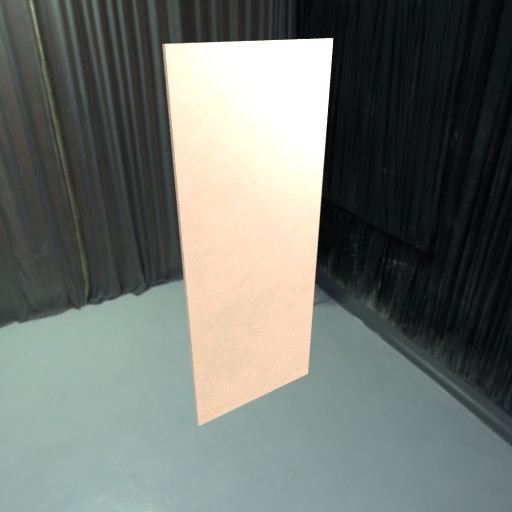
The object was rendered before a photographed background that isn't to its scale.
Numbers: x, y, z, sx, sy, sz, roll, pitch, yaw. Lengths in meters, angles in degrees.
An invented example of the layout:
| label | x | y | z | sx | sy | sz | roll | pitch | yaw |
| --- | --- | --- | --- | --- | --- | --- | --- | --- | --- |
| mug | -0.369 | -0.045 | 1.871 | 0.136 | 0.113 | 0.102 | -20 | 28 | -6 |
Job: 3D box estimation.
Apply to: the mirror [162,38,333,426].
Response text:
| label | x | y | z | sx | sy | sz | roll | pitch | yaw |
| --- | --- | --- | --- | --- | --- | --- | --- | --- | --- |
| mirror | 0.000 | 0.000 | 2.324 | 0.812 | 2.031 | 0.026 | -17 | 33 | -28 |
